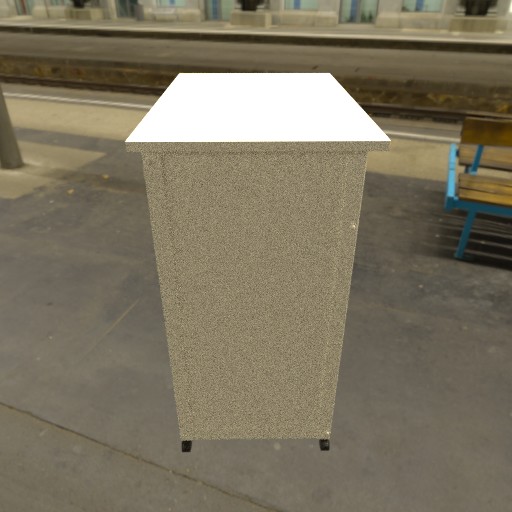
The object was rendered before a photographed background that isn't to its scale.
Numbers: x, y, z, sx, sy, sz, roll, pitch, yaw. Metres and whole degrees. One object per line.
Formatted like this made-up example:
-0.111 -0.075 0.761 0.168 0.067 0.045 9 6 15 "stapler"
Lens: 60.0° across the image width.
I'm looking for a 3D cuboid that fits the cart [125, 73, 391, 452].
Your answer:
0.000 0.000 1.253 0.442 0.864 0.683 0 31 -1 "cart"
